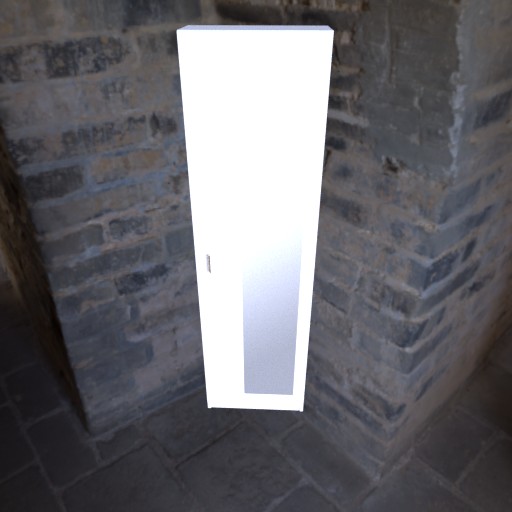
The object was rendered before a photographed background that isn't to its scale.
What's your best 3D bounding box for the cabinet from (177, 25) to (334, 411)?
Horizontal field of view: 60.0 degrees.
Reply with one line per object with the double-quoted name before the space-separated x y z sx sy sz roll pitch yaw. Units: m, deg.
"cabinet" 0.000 0.000 1.953 0.500 1.790 0.230 1 31 2
